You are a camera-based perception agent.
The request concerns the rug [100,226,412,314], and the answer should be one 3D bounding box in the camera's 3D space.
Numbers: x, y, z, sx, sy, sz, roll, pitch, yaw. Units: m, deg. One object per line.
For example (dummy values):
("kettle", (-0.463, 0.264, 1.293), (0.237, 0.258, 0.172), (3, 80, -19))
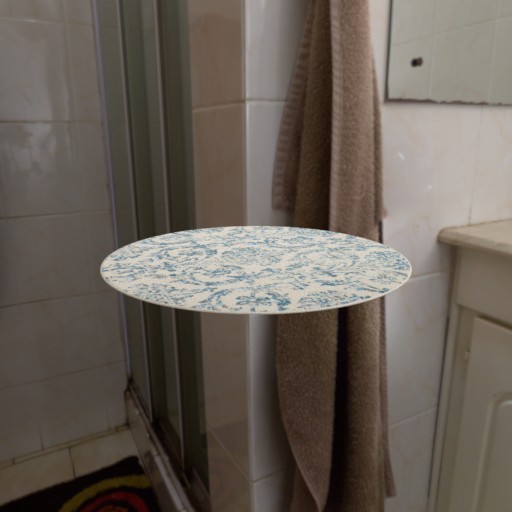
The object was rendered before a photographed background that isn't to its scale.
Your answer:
("rug", (0.000, 0.000, 2.391), (1.593, 0.012, 1.593), (0, 15, 0))
